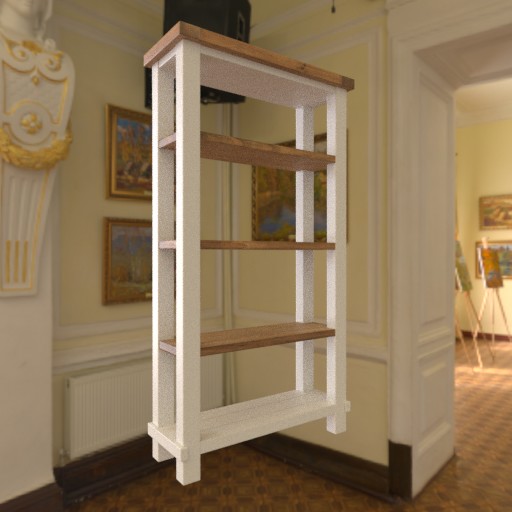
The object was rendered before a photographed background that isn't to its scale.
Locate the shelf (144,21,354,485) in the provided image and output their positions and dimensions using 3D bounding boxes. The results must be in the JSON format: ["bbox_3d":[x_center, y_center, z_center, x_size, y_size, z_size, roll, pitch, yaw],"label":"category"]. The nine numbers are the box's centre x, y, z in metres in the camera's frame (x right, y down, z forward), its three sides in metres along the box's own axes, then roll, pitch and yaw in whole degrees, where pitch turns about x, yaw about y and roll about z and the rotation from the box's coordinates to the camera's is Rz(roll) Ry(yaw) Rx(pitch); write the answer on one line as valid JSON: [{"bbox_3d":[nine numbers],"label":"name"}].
[{"bbox_3d":[0.000,0.000,2.220,1.022,1.878,0.381,0,0,-36],"label":"shelf"}]
